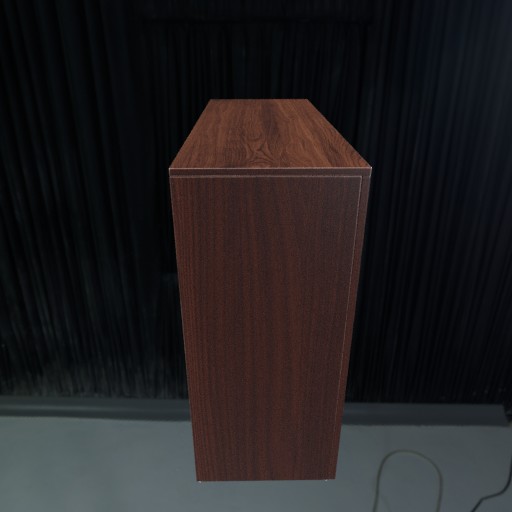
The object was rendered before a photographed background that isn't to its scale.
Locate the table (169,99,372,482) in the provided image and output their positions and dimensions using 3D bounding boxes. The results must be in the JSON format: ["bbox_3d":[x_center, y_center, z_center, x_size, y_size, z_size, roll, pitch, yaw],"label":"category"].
[{"bbox_3d":[0.000,0.000,1.342,0.380,0.790,0.930,0,26,-1],"label":"table"}]
